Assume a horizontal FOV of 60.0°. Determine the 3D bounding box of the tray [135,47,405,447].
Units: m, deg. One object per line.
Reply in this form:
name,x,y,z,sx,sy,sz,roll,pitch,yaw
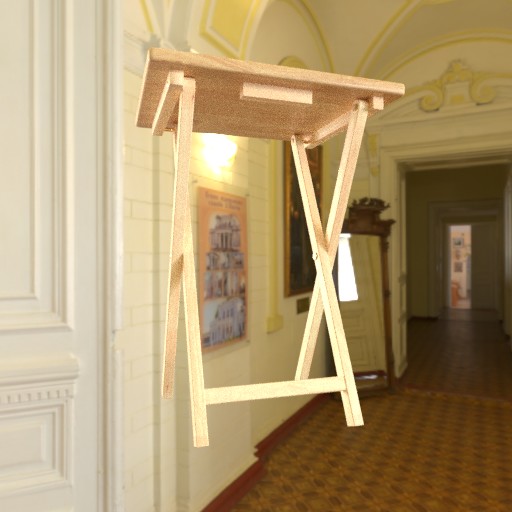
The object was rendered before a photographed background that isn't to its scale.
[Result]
tray,0.000,0.000,0.953,0.483,0.660,0.381,0,0,-18
